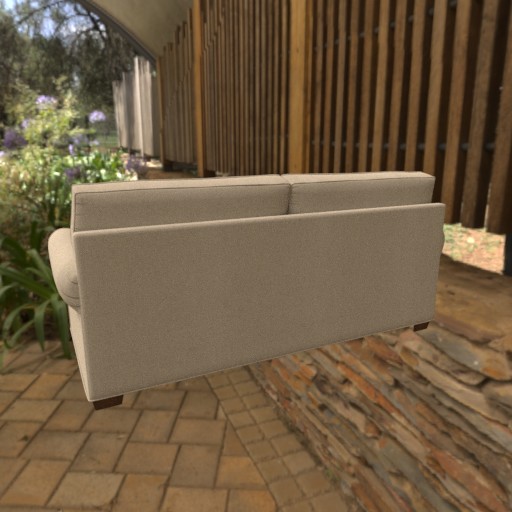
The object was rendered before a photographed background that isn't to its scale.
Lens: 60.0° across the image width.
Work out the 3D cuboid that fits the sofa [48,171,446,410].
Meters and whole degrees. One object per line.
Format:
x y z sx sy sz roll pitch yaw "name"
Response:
0.000 0.000 2.559 2.146 0.962 0.901 -7 16 -26 "sofa"
